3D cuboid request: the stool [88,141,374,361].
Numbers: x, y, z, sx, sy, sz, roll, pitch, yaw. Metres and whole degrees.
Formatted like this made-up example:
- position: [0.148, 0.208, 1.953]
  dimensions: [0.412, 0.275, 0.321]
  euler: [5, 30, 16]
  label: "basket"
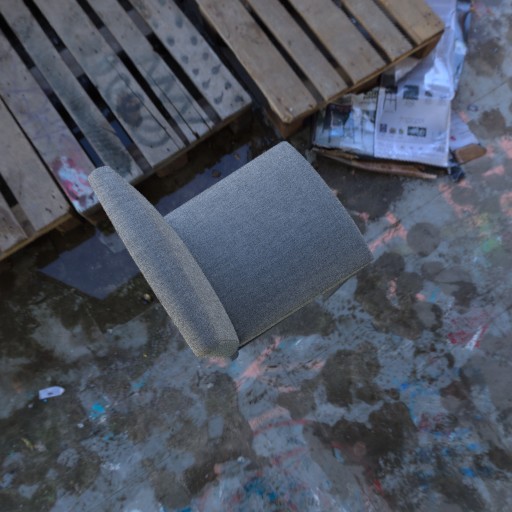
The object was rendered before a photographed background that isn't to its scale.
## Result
- position: [0.000, 0.000, 1.410]
  dimensions: [0.552, 1.138, 0.451]
  euler: [-33, 78, -8]
  label: "stool"
